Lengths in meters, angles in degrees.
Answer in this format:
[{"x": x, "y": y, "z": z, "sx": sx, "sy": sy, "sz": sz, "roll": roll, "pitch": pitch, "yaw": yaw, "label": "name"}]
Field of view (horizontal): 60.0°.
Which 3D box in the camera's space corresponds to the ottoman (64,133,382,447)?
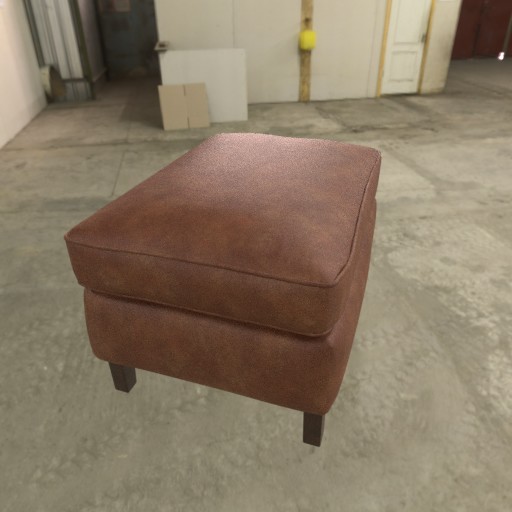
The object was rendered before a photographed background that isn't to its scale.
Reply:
[{"x": 0.000, "y": 0.000, "z": 1.009, "sx": 0.501, "sy": 0.418, "sz": 0.665, "roll": 10, "pitch": 32, "yaw": 16, "label": "ottoman"}]
